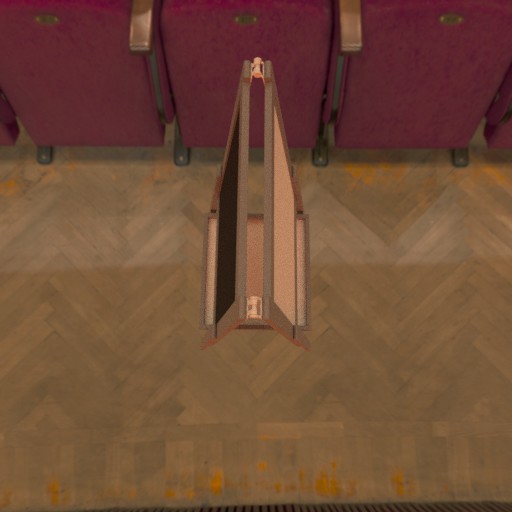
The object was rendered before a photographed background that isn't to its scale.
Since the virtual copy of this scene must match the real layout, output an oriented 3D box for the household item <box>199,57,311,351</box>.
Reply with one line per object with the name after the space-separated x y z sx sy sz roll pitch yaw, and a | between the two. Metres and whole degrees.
0.000 0.000 1.402 0.469 1.172 0.531 1 75 0 | household item
